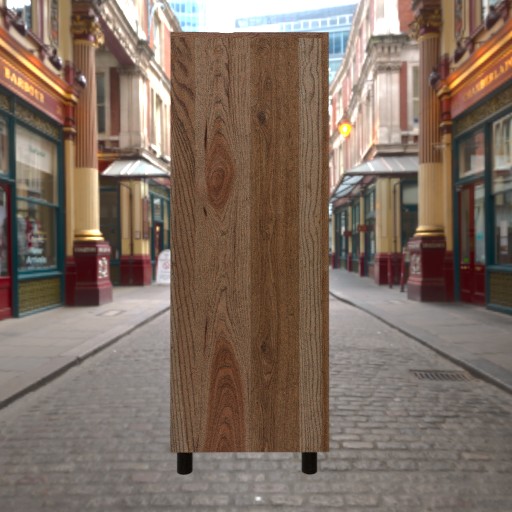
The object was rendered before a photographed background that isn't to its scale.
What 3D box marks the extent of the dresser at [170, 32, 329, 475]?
[{"bbox_3d":[0.000,0.000,1.712,0.480,1.243,0.966,0,0,0],"label":"dresser"}]
